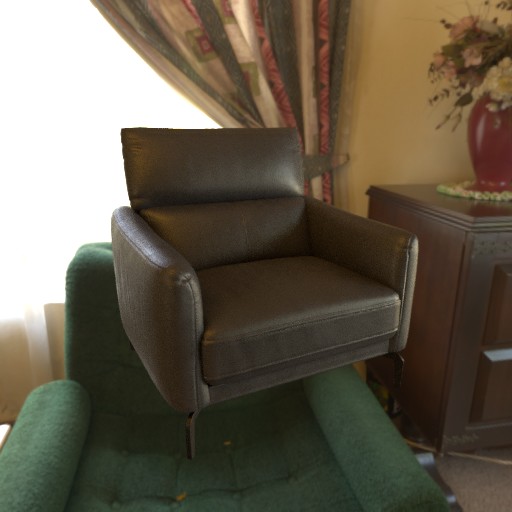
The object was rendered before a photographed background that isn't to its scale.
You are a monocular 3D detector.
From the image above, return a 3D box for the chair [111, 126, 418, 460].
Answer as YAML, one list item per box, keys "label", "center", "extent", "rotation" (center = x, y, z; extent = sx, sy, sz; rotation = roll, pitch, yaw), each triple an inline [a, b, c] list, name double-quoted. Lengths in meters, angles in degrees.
- label: "chair"
  center: [0.000, 0.000, 1.683]
  extent: [0.976, 0.949, 0.809]
  rotation: [-8, 18, -26]
